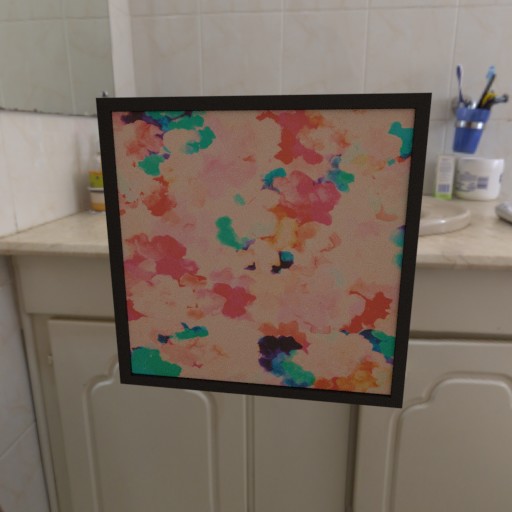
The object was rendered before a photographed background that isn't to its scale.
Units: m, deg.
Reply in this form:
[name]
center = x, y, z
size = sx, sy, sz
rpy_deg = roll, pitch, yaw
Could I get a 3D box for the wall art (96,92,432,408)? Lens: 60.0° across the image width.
[wall art]
center = 0.000, 0.000, 0.740
size = 0.506, 0.503, 0.036
rpy_deg = 2, 15, 9
